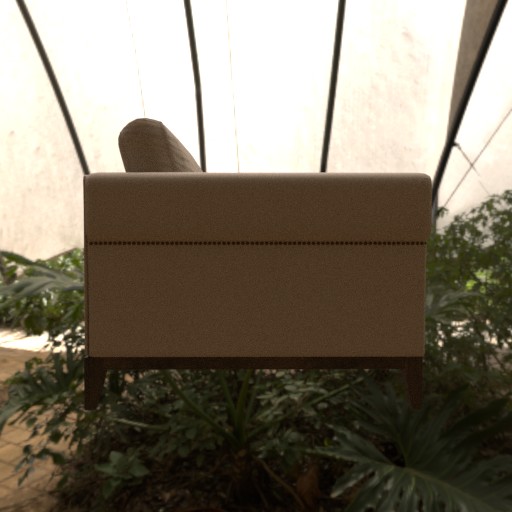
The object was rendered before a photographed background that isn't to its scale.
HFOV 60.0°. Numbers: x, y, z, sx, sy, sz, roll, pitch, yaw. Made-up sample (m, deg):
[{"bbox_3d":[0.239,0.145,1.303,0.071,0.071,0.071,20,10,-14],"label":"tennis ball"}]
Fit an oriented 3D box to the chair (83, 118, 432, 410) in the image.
[{"bbox_3d":[0.000,0.000,1.655,0.959,0.838,0.914,0,1,0],"label":"chair"}]
